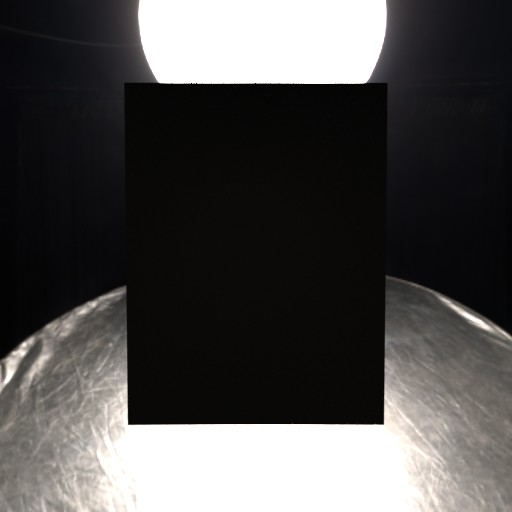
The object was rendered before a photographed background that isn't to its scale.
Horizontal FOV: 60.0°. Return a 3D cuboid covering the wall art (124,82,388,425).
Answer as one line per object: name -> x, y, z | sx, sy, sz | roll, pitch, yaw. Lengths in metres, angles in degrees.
wall art -> 0.000, 0.000, 0.760 | 0.442, 0.582, 0.013 | 0, 2, 0
